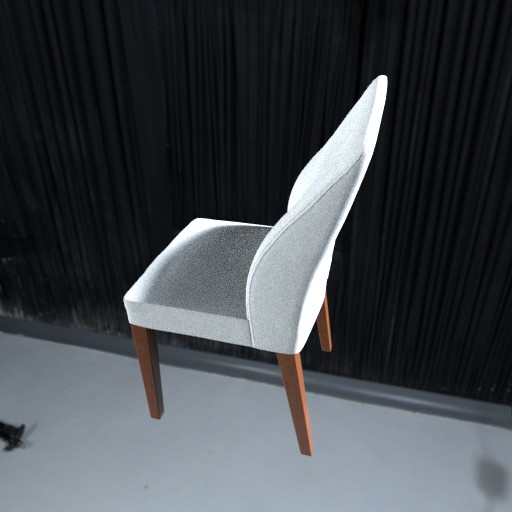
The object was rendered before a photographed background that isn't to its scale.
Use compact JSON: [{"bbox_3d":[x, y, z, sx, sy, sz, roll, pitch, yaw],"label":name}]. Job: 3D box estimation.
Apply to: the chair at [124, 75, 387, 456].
[{"bbox_3d":[0.000,0.000,1.156,0.540,0.893,0.472,8,31,13],"label":"chair"}]
